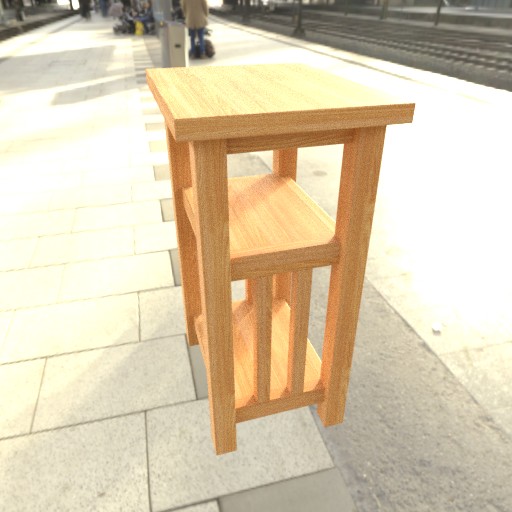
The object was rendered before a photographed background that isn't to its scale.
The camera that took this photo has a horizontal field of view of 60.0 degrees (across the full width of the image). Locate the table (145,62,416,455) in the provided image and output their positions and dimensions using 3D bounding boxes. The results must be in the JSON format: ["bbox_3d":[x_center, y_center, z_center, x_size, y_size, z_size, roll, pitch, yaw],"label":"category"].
[{"bbox_3d":[0.000,0.000,0.745,0.270,0.550,0.350,-9,32,-14],"label":"table"}]
